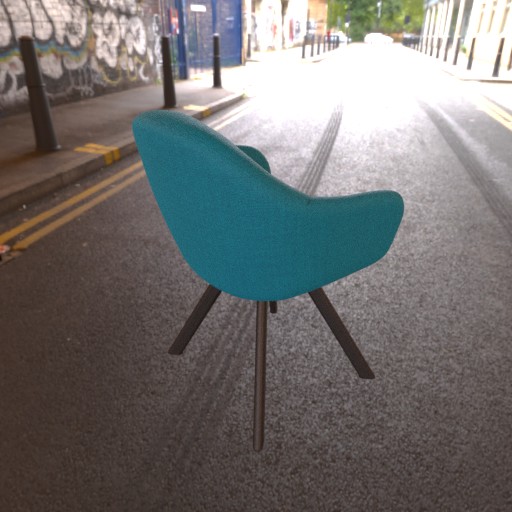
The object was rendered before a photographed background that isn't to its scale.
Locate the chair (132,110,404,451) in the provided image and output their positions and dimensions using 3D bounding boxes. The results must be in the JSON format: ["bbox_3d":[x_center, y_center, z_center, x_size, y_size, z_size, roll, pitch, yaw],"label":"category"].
[{"bbox_3d":[0.000,0.000,1.201,0.550,0.795,0.590,-19,32,-32],"label":"chair"}]
